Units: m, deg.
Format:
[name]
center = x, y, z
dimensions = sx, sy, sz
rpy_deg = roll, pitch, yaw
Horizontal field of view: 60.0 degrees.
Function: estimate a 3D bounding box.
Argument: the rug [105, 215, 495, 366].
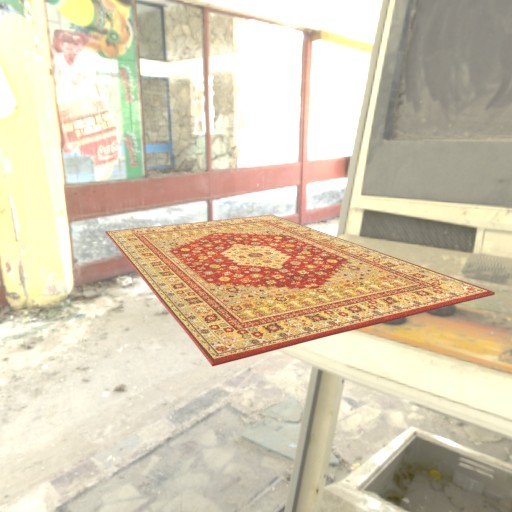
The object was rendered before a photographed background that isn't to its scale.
[rug]
center = 0.000, 0.000, 2.252
dimensions = 1.194, 0.013, 1.802
rpy_deg = -8, 18, -26
